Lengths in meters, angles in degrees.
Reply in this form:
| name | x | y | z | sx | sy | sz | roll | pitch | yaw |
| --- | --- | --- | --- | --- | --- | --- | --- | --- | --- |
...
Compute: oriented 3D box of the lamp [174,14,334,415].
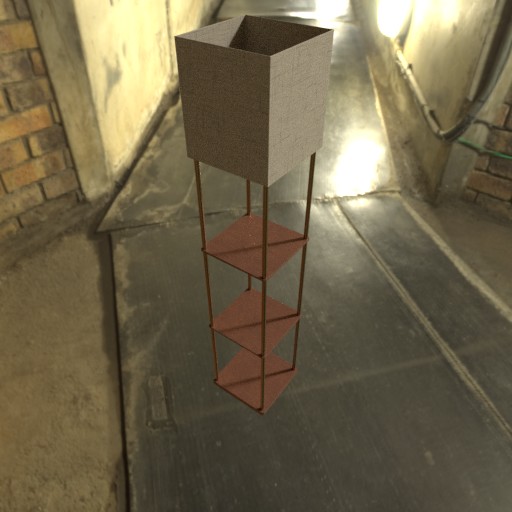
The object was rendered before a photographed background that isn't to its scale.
| name | x | y | z | sx | sy | sz | roll | pitch | yaw |
| --- | --- | --- | --- | --- | --- | --- | --- | --- | --- |
| lamp | 0.000 | 0.000 | 1.696 | 0.308 | 1.569 | 0.310 | 25 | 46 | 27 |
